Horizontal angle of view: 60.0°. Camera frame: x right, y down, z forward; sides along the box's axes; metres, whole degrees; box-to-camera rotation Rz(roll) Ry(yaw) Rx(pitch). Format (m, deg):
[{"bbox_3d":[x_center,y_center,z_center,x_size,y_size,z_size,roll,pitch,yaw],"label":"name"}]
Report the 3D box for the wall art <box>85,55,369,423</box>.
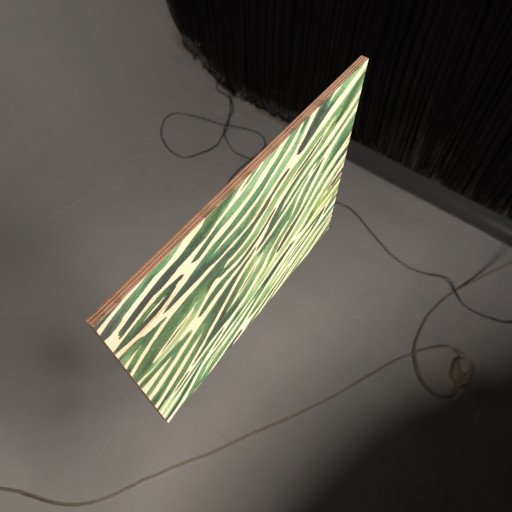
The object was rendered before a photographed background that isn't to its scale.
[{"bbox_3d":[0.000,0.000,0.687,0.012,0.408,0.508,33,63,19],"label":"wall art"}]
